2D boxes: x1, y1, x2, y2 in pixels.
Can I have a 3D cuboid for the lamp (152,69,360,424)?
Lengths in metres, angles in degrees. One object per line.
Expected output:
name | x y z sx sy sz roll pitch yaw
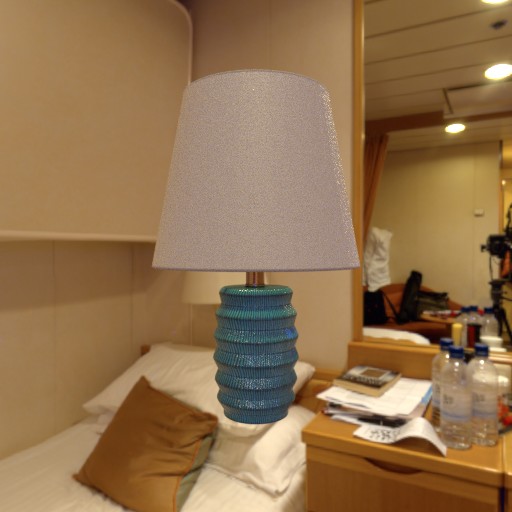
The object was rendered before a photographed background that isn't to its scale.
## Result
lamp | 0.000 0.000 0.554 0.254 0.392 0.254 0 1 0
